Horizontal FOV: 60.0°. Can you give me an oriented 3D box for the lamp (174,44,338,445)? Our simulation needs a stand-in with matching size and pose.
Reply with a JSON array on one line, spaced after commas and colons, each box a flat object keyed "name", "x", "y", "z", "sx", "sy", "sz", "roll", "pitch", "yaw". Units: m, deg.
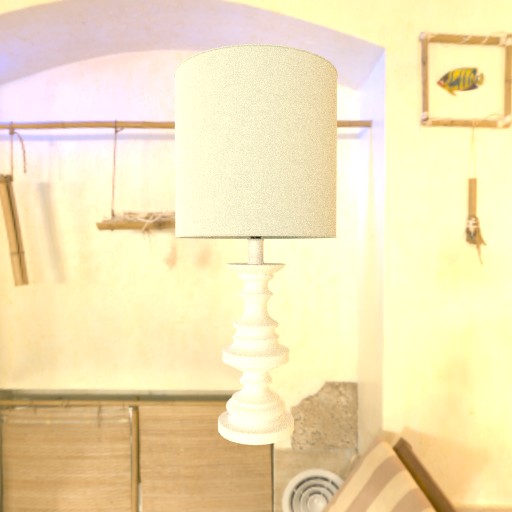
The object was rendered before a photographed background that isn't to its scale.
[{"name": "lamp", "x": 0.000, "y": 0.000, "z": 0.580, "sx": 0.208, "sy": 0.455, "sz": 0.208, "roll": 0, "pitch": 1, "yaw": -1}]
